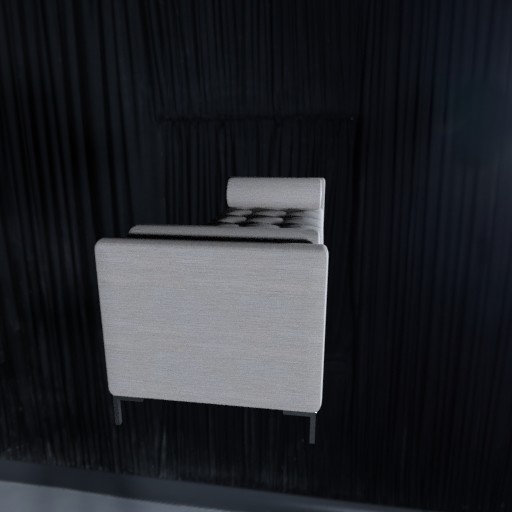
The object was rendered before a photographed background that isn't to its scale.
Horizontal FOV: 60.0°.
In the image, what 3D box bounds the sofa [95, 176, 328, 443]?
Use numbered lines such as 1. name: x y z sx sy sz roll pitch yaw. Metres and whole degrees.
1. sofa: 0.000 0.000 2.270 0.686 0.635 1.981 2 16 8
